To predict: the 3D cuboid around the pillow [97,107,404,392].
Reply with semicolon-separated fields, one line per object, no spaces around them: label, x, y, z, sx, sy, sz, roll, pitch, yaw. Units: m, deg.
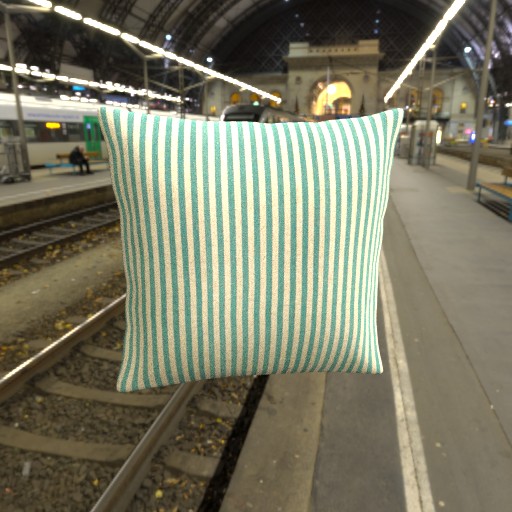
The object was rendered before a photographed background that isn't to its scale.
pillow;0.000;0.000;0.800;0.523;0.510;0.166;-2;15;-8
